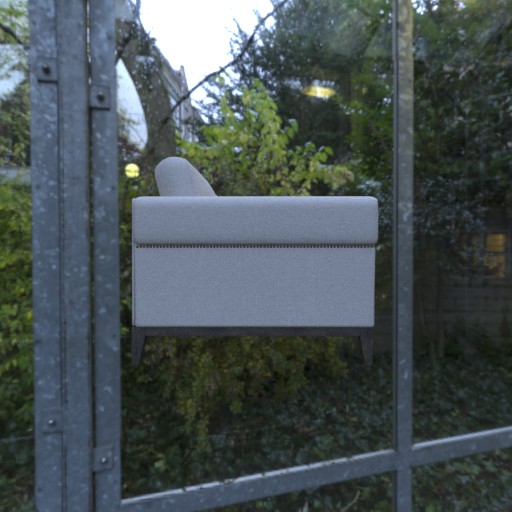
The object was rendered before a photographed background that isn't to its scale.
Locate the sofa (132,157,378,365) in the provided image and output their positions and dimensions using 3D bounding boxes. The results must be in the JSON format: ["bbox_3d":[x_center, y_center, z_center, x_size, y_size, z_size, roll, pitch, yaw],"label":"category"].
[{"bbox_3d":[0.000,0.000,2.805,0.959,0.838,2.210,0,0,0],"label":"sofa"}]
